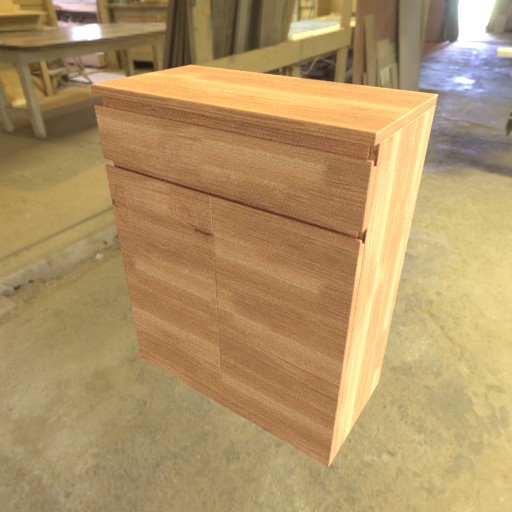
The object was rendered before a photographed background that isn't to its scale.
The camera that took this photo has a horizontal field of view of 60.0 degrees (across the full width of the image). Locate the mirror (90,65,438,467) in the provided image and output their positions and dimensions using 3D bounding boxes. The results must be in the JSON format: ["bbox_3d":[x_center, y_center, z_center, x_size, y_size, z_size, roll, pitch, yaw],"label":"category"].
[{"bbox_3d":[0.000,0.000,1.392,0.800,1.000,0.400,20,37,29],"label":"mirror"}]
